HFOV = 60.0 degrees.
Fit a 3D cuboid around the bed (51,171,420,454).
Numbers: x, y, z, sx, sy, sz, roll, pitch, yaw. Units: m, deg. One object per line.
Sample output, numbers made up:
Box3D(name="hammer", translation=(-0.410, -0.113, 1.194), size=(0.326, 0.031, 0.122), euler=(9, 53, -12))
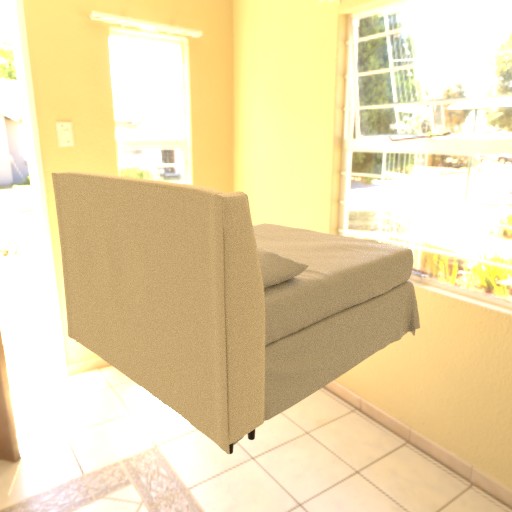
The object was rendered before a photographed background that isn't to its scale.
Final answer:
Box3D(name="bed", translation=(0.000, 0.000, 3.436), size=(2.276, 1.332, 1.925), euler=(-14, 20, -43))
